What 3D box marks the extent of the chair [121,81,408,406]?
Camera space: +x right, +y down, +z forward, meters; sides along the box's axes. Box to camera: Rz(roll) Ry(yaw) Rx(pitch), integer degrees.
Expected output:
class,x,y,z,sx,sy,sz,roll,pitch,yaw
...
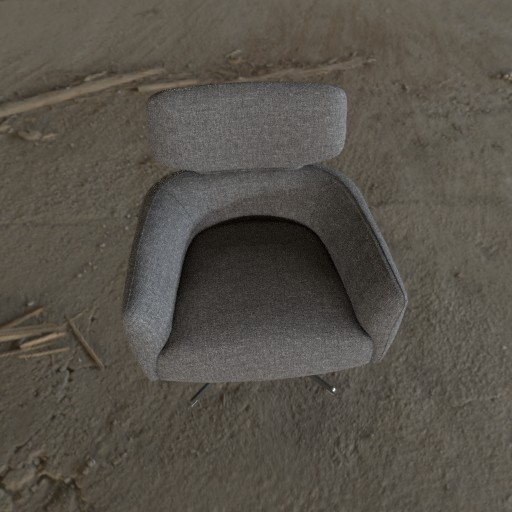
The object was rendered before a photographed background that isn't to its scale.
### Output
class,x,y,z,sx,sy,sz,roll,pitch,yaw
chair,0.000,0.000,1.356,0.706,0.812,0.715,-4,45,-4
